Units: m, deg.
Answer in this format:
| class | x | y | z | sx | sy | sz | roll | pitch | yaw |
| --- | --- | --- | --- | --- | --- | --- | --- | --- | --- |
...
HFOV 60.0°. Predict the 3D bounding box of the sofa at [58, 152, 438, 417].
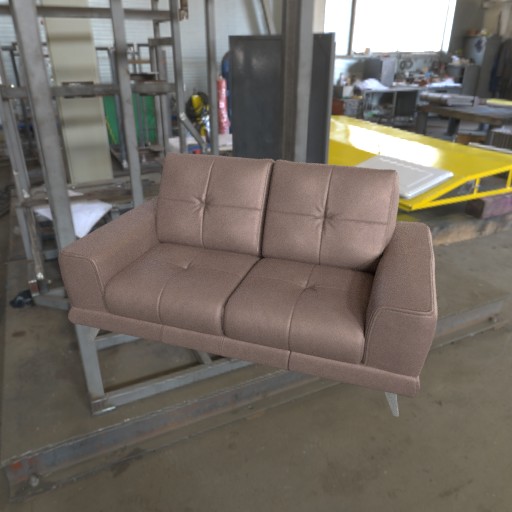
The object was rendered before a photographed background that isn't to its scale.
| class | x | y | z | sx | sy | sz | roll | pitch | yaw |
| --- | --- | --- | --- | --- | --- | --- | --- | --- | --- |
| sofa | 0.000 | 0.000 | 2.385 | 1.806 | 0.907 | 1.018 | 8 | 27 | 17 |
